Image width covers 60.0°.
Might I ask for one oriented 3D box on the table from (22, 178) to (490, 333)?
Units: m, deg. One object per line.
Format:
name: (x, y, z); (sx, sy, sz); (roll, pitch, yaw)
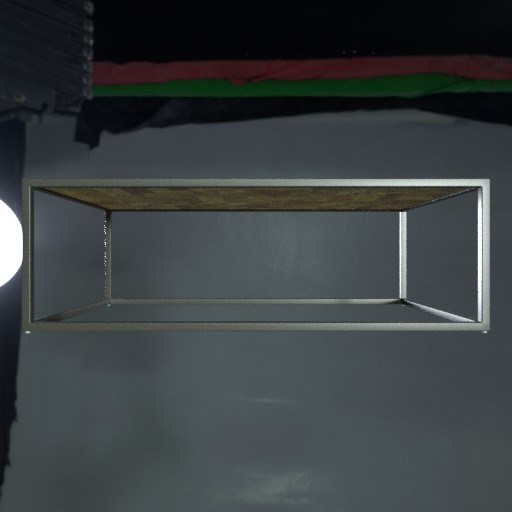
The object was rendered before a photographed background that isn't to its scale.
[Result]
table: (0.000, 0.000, 1.457); (1.199, 0.398, 0.649); (0, 0, 0)
